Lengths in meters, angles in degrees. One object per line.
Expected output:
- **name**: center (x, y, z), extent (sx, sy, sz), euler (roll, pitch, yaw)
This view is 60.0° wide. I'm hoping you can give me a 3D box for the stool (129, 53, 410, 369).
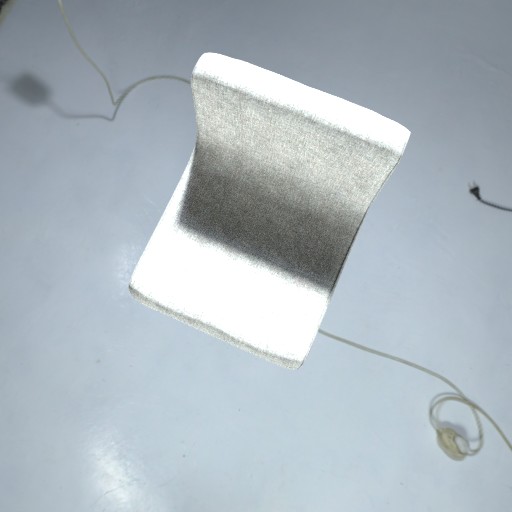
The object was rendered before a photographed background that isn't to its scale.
- **stool**: center (0.000, 0.000, 1.239), extent (0.426, 0.965, 0.499), euler (23, 78, 5)
